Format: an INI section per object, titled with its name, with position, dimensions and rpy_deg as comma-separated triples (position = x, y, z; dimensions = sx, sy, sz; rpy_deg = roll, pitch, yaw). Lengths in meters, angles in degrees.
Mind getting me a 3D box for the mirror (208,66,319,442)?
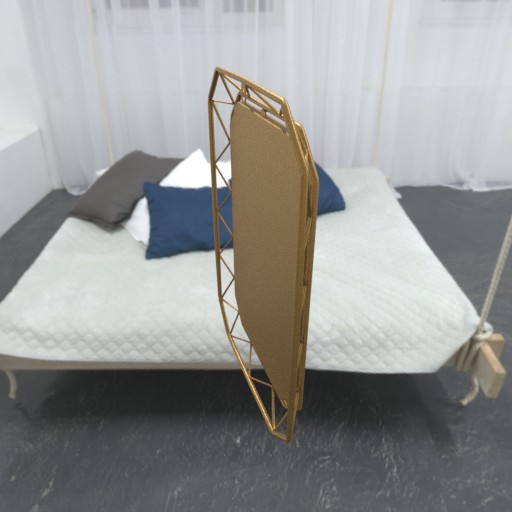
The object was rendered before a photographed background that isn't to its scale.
[mirror]
position = 0.000, 0.000, 0.745
dimensions = 0.042, 0.566, 0.417
rpy_deg = -10, 32, -17
